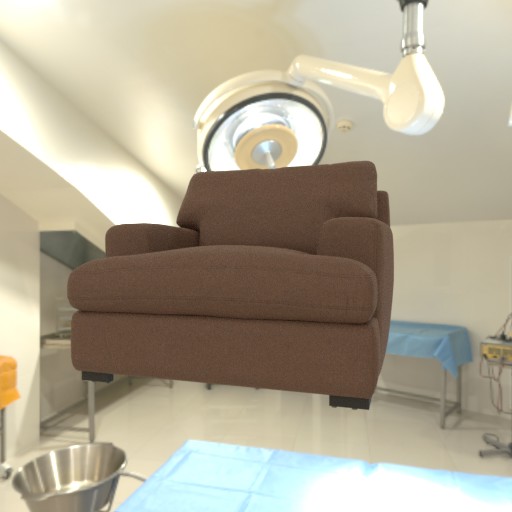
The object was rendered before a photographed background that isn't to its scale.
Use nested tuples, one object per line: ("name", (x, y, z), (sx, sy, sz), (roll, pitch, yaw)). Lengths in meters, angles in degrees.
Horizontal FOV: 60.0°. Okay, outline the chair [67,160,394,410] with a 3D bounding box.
("chair", (0.000, 0.000, 1.974), (1.168, 0.940, 1.143), (0, 0, 18))
